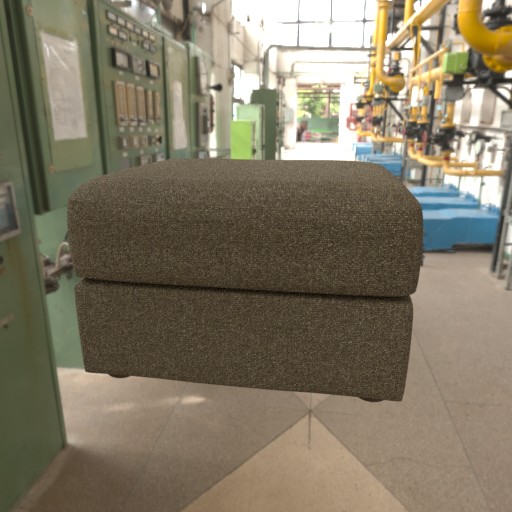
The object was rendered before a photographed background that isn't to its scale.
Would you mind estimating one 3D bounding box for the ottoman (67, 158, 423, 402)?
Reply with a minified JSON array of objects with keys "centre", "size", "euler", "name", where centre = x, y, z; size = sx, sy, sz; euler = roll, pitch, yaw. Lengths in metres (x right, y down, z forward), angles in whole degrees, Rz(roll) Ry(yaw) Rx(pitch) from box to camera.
[{"centre":[0.000,0.000,1.164],"size":[0.742,0.476,0.598],"euler":[3,17,9],"name":"ottoman"}]
